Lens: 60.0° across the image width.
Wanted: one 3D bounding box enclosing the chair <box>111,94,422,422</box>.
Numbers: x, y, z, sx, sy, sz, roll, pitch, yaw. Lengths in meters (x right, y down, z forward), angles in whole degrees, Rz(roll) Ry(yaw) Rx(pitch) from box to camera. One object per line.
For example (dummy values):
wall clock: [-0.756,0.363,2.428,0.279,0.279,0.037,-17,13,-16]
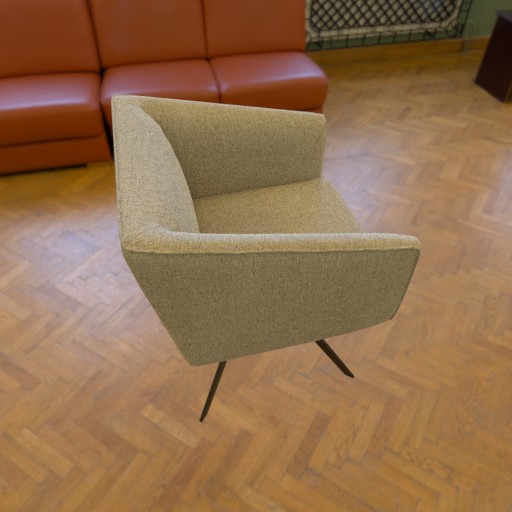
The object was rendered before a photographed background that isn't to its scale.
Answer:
chair: [0.000,0.000,1.260,0.623,0.760,0.628,-10,46,-10]
